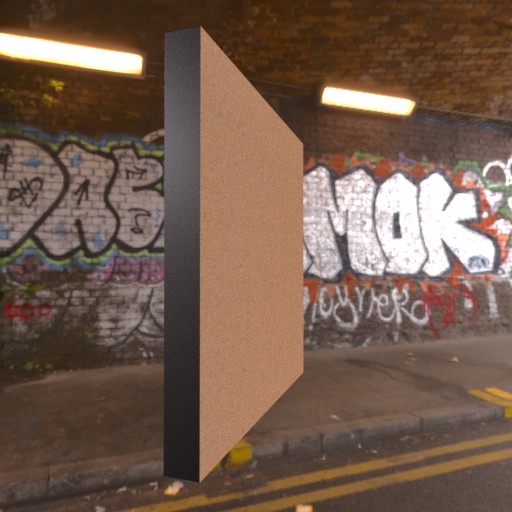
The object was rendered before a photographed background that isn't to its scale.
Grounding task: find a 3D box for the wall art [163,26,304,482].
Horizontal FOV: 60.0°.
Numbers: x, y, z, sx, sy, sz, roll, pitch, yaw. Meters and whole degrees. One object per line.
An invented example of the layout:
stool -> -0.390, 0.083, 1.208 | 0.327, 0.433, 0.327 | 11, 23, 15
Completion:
wall art -> 0.000, 0.000, 0.468 | 0.029, 0.318, 0.327 | 0, -1, 19
